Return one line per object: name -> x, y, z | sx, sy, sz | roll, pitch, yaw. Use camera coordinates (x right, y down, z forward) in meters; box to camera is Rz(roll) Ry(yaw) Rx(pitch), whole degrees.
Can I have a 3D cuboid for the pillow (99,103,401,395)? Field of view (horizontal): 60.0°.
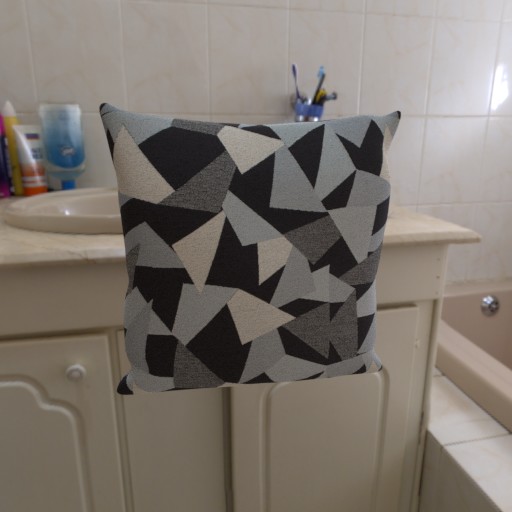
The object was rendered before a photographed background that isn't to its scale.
pillow -> 0.000, 0.000, 0.764 | 0.503, 0.496, 0.208 | -3, 16, -9
